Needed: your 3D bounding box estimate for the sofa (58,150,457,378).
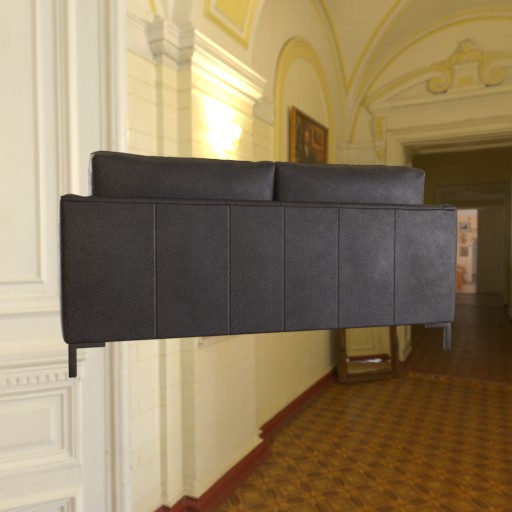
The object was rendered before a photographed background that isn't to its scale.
[{"bbox_3d":[0.000,0.000,2.295,1.805,0.883,0.947,-1,2,-18],"label":"sofa"}]
